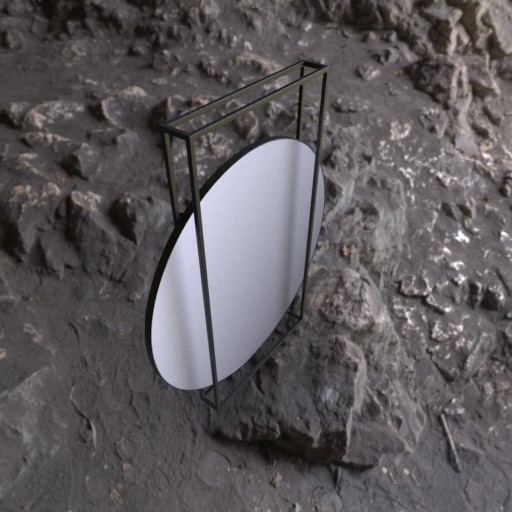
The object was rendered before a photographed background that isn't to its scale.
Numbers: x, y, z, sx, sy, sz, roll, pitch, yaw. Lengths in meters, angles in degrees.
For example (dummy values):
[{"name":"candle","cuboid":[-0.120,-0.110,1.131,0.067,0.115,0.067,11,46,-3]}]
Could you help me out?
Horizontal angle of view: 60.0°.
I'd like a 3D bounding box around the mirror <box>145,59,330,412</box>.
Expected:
[{"name":"mirror","cuboid":[0.000,0.000,0.812,0.051,0.603,0.508,27,48,28]}]
